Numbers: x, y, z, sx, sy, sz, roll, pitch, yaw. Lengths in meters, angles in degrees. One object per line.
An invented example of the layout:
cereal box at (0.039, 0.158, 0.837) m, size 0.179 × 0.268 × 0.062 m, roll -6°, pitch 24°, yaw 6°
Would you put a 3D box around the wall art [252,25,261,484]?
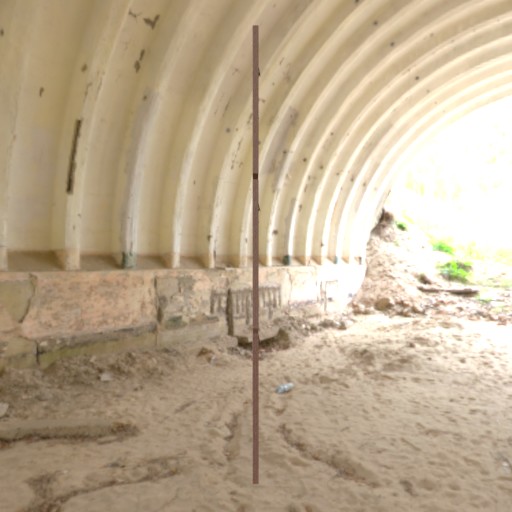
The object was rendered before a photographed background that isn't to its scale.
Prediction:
wall art at (0.000, 0.000, 1.787) m, size 0.024 × 1.218 × 1.221 m, roll 0°, pitch -1°, yaw 0°
